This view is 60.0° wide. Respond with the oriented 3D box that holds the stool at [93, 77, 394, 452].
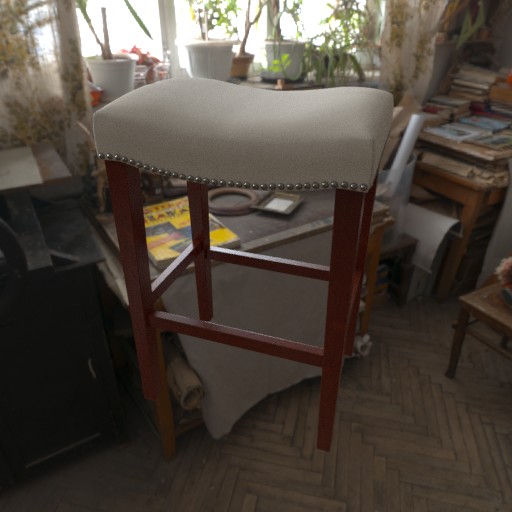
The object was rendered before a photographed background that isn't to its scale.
[{"bbox_3d":[0.000,0.000,1.031,0.504,0.742,0.372,10,32,16],"label":"stool"}]
